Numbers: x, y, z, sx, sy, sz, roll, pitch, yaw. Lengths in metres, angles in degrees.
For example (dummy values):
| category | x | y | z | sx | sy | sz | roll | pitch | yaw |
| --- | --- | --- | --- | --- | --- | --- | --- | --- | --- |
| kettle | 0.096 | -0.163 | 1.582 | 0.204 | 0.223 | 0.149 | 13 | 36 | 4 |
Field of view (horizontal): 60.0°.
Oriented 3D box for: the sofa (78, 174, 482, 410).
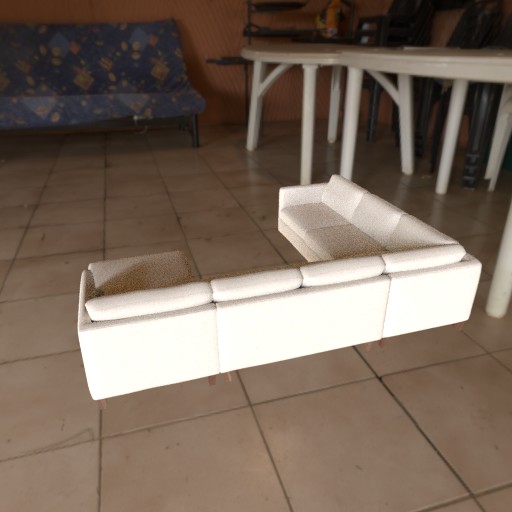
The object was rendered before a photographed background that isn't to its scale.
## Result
| category | x | y | z | sx | sy | sz | roll | pitch | yaw |
| --- | --- | --- | --- | --- | --- | --- | --- | --- | --- |
| sofa | 0.000 | 0.000 | 4.460 | 3.238 | 0.853 | 2.551 | -8 | 27 | -16 |
